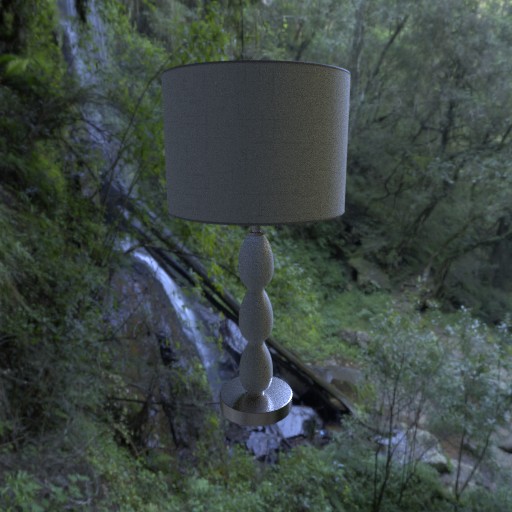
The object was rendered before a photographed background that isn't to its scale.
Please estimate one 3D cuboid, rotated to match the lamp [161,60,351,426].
[{"bbox_3d":[0.000,0.000,0.738,0.282,0.559,0.280,-7,16,-24],"label":"lamp"}]
